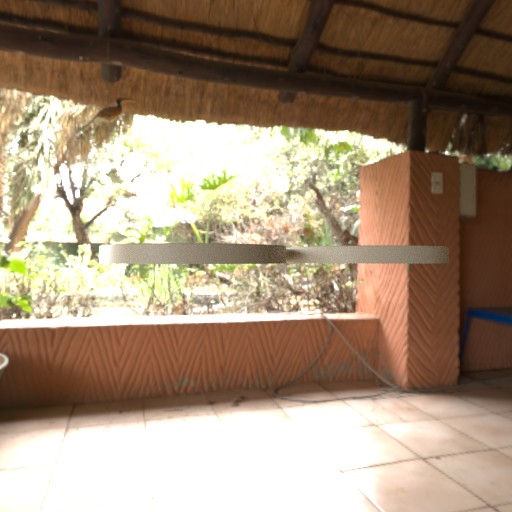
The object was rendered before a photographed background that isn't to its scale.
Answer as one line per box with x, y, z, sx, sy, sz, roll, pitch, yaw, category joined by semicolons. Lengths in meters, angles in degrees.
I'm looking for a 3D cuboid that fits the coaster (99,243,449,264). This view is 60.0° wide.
0.000;0.000;0.336;0.220;0.010;0.224;0;-1;-17;coaster
